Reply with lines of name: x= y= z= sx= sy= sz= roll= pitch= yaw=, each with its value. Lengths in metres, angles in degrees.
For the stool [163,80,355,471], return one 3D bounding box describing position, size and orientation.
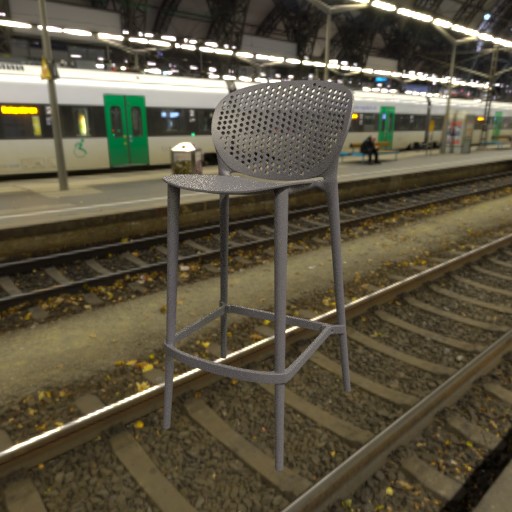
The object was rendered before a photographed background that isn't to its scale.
stool: x=0.000 y=0.000 z=1.359 sx=0.536 sy=1.045 sz=0.535 roll=8 pitch=18 yaw=26
